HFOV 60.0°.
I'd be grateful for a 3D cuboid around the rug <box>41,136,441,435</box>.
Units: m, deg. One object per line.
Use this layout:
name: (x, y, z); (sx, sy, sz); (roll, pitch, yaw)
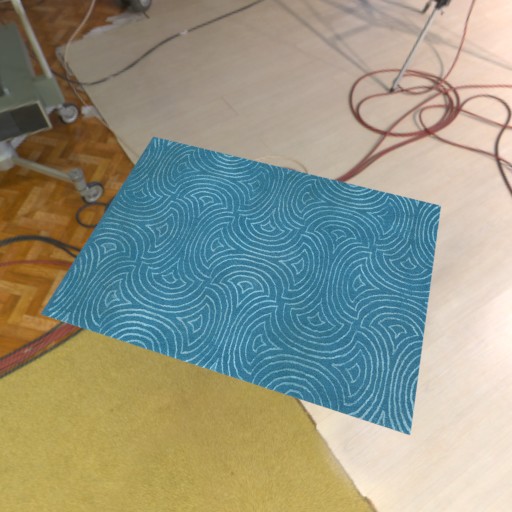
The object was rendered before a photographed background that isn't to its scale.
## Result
rug: (0.000, 0.000, 2.802); (2.144, 0.015, 1.543); (15, 59, 9)
